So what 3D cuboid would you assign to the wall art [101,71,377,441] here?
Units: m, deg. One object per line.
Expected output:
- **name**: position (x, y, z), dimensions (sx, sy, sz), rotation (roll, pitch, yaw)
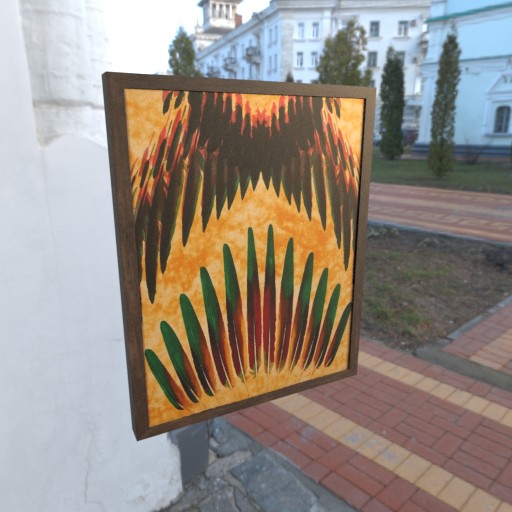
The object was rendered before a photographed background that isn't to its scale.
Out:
- **wall art**: position (0.000, 0.000, 0.552), dimensions (0.329, 0.406, 0.027), rotation (-8, 17, -26)
